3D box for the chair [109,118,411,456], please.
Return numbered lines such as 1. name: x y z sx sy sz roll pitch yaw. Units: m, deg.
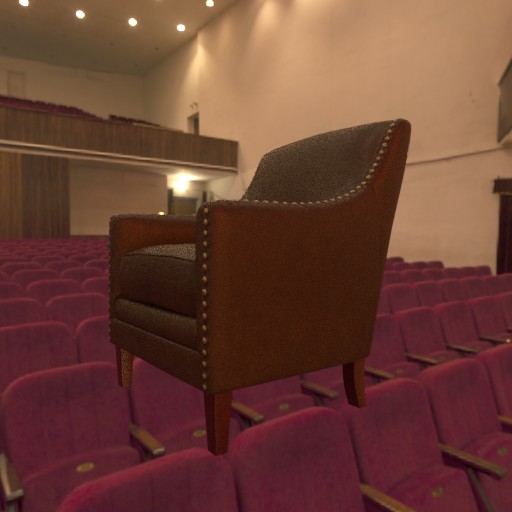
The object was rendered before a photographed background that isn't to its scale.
1. chair: 0.000 0.000 1.338 0.704 0.813 0.639 -1 2 -37
